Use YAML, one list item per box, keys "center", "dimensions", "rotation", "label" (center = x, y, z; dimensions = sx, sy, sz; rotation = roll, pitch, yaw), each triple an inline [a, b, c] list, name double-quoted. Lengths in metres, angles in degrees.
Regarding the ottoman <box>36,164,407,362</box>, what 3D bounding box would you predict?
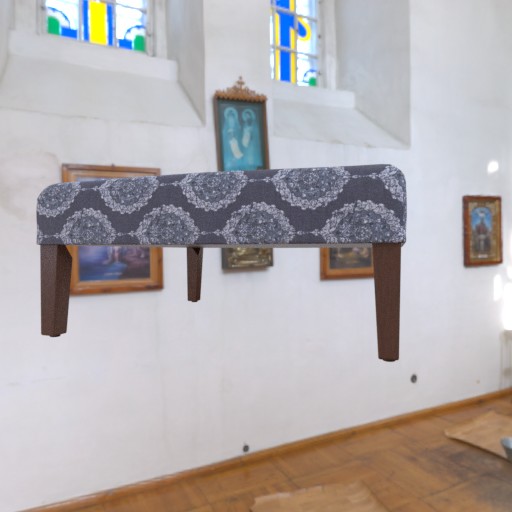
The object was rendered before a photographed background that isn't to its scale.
- center: [0.000, 0.000, 1.402]
  dimensions: [0.890, 0.409, 0.889]
  rotation: [0, 1, 18]
  label: "ottoman"
